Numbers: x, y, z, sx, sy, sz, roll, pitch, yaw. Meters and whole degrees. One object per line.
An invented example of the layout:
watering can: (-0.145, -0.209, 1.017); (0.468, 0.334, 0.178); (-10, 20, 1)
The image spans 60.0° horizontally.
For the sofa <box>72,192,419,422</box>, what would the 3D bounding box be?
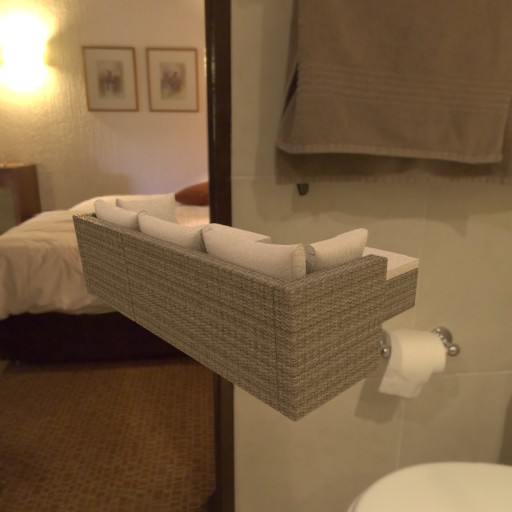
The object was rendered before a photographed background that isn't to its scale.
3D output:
sofa: (0.000, 0.000, 3.089); (1.662, 0.766, 2.192); (-14, 21, -41)
